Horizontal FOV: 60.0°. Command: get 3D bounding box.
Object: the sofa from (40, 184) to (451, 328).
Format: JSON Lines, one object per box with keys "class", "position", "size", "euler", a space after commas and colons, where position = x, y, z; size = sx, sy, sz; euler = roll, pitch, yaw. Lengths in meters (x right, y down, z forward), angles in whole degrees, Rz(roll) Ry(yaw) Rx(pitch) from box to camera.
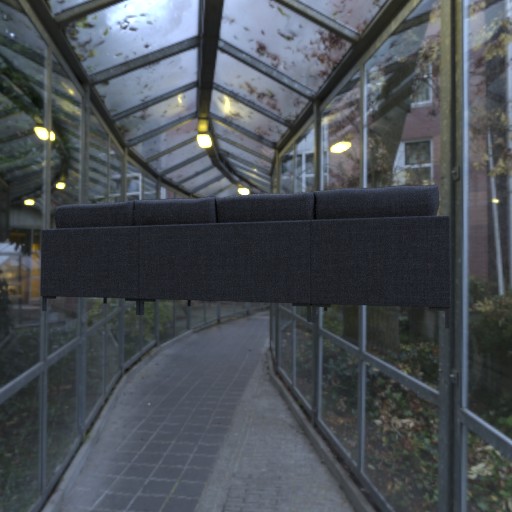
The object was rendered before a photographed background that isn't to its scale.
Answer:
{"class": "sofa", "position": [0.000, 0.000, 4.360], "size": [3.423, 0.999, 2.048], "euler": [0, -1, 19]}
